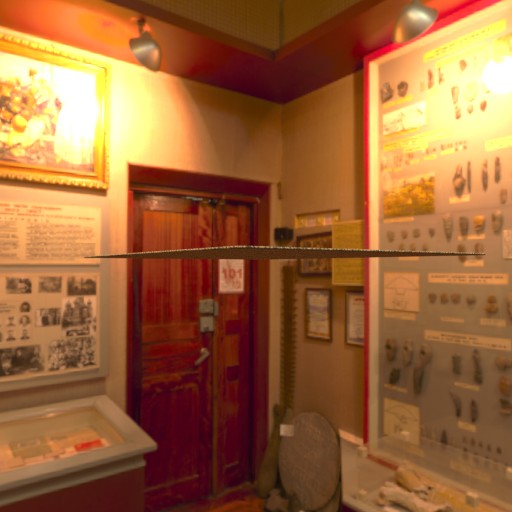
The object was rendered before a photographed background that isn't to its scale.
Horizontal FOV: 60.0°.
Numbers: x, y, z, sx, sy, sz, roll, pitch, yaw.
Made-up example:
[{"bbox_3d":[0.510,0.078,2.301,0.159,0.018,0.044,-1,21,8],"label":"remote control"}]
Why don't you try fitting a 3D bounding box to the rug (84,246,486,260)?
[{"bbox_3d":[0.000,0.000,4.266,2.439,0.014,3.207,1,-2,-35],"label":"rug"}]
